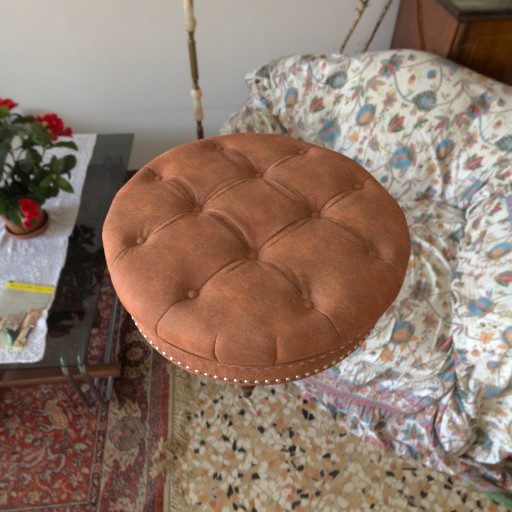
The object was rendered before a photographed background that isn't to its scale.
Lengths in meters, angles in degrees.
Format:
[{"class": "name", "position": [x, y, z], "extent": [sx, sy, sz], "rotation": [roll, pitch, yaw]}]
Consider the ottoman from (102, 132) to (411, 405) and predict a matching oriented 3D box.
[{"class": "ottoman", "position": [0.000, 0.000, 1.424], "extent": [0.901, 0.444, 0.901], "rotation": [0, 47, 0]}]
